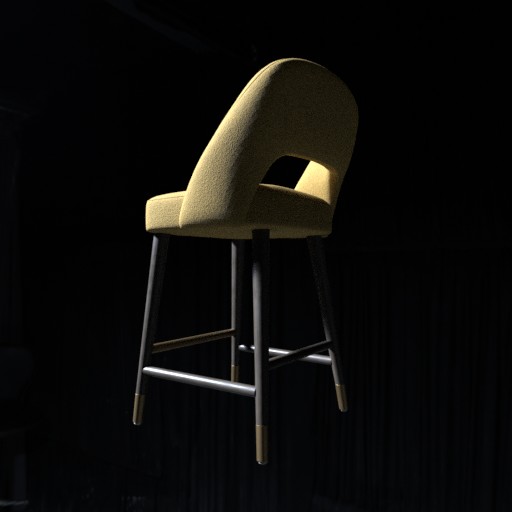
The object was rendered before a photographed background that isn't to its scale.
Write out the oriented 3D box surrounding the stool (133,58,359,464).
[{"bbox_3d":[0.000,0.000,1.278,0.522,0.939,0.536,-1,-1,35],"label":"stool"}]
